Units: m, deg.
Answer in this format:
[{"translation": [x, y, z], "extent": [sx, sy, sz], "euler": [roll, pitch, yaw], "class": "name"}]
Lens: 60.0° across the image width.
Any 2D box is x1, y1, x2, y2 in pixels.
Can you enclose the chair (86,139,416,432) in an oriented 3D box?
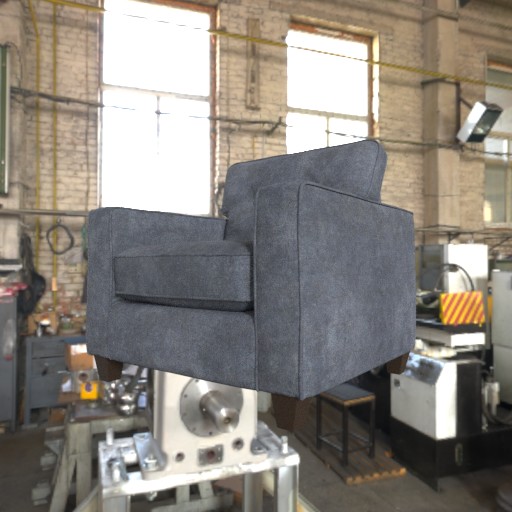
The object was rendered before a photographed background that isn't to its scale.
[{"translation": [0.000, 0.000, 1.793], "extent": [1.015, 0.965, 0.939], "euler": [-1, -1, 37], "class": "chair"}]
